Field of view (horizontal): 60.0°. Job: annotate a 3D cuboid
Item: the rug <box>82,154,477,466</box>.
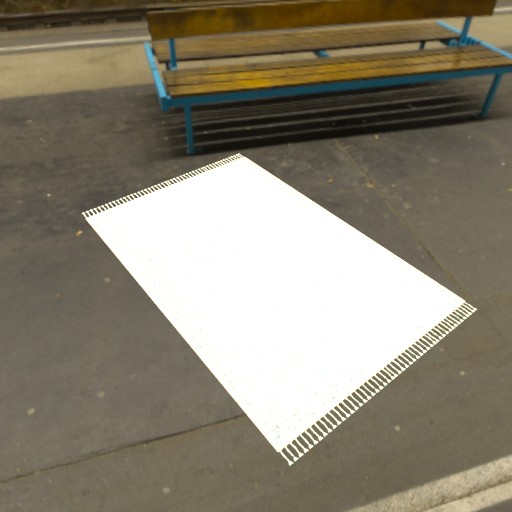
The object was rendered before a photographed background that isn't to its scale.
[{"bbox_3d":[0.000,0.000,3.069,1.524,0.010,2.438,-28,49,-27],"label":"rug"}]
